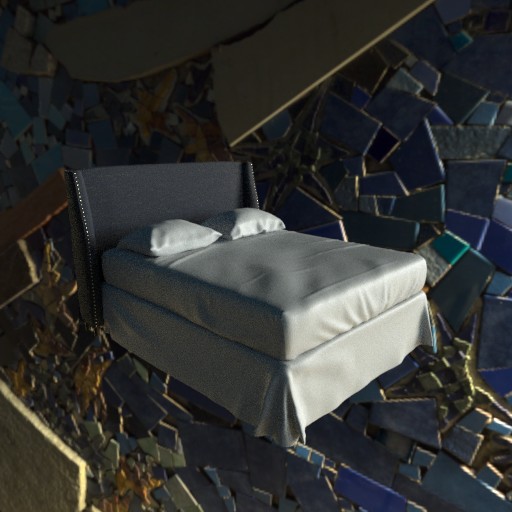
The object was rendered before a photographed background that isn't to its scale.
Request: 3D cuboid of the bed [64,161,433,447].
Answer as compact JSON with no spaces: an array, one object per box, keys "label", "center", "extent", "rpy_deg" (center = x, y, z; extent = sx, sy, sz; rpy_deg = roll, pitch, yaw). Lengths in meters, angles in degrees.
[{"label":"bed","center":[0.000,0.000,3.428],"extent":[2.276,1.332,1.925],"rpy_deg":[14,20,43]}]
